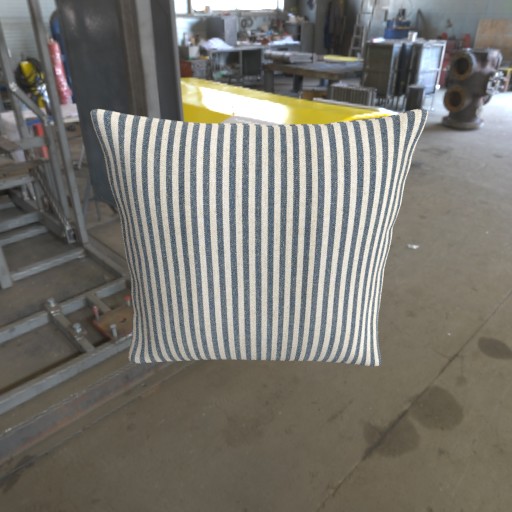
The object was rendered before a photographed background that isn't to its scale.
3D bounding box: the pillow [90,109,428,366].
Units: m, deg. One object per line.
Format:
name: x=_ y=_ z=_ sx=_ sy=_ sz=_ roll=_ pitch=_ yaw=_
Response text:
pillow: x=0.000 y=0.000 z=0.797 sx=0.523 sy=0.510 sz=0.166 roll=0 pitch=30 yaw=0
